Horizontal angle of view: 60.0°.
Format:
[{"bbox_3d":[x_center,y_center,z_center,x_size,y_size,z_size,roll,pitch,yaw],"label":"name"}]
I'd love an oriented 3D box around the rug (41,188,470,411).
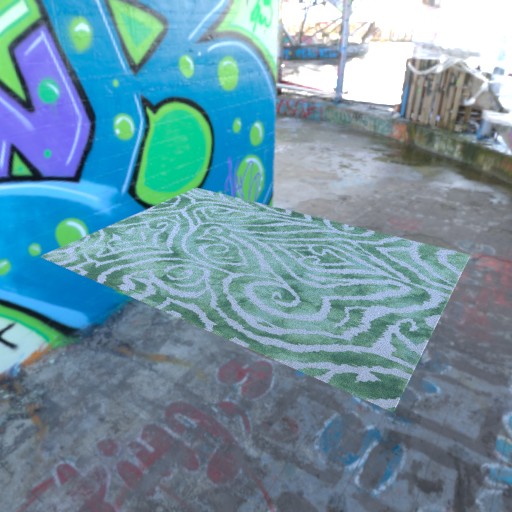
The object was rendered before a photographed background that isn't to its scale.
[{"bbox_3d":[0.000,0.000,2.266,1.826,0.006,1.220,18,33,29],"label":"rug"}]
